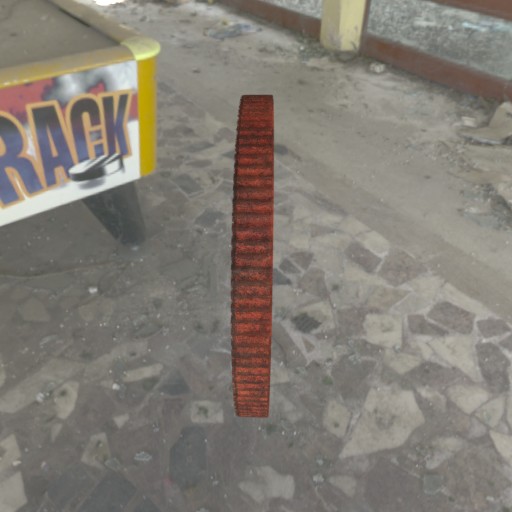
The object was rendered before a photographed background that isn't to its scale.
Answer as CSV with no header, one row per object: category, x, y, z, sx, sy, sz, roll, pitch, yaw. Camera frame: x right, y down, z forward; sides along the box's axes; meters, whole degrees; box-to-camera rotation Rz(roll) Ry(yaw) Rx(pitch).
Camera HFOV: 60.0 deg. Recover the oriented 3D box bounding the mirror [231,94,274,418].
mirror,0.000,0.000,0.890,0.056,0.609,0.609,1,41,1
